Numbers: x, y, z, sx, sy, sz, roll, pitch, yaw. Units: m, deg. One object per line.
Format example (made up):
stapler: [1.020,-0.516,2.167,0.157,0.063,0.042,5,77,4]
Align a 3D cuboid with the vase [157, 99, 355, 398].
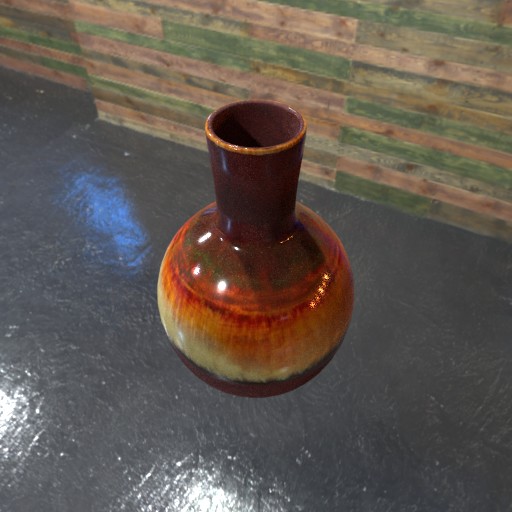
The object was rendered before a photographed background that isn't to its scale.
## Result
vase: [0.000,0.000,0.234,0.111,0.154,0.111,0,46,0]
